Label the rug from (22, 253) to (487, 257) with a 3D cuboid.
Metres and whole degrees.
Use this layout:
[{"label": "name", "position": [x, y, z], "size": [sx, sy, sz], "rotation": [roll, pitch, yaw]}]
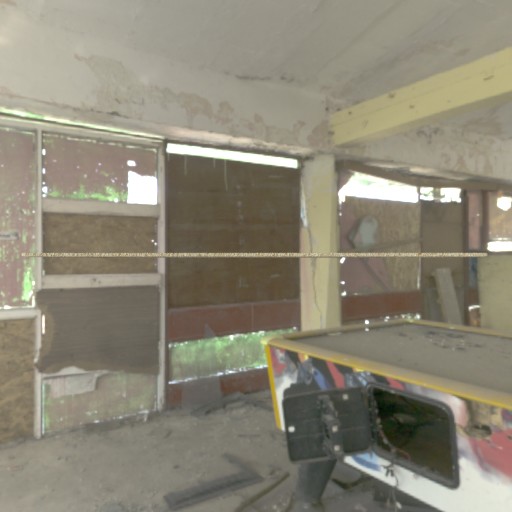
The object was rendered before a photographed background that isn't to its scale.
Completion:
[{"label": "rug", "position": [0.000, 0.000, 4.001], "size": [3.001, 0.025, 2.401], "rotation": [0, 0, 1]}]
